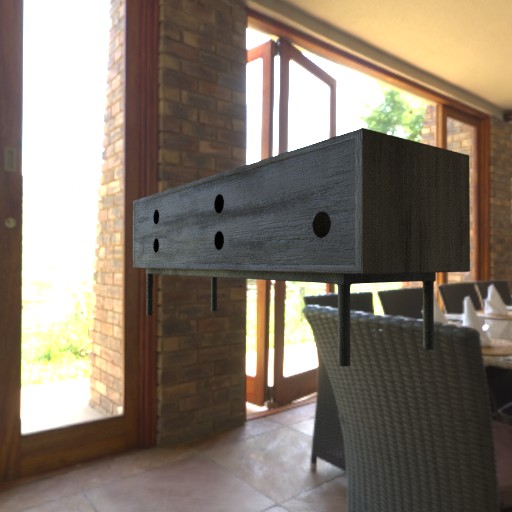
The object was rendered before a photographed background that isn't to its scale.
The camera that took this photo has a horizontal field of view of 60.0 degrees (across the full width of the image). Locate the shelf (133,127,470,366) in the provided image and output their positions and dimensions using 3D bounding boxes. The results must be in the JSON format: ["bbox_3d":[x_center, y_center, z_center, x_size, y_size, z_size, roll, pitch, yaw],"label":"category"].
[{"bbox_3d":[0.000,0.000,1.523,0.400,0.495,1.300,1,-1,-35],"label":"shelf"}]
